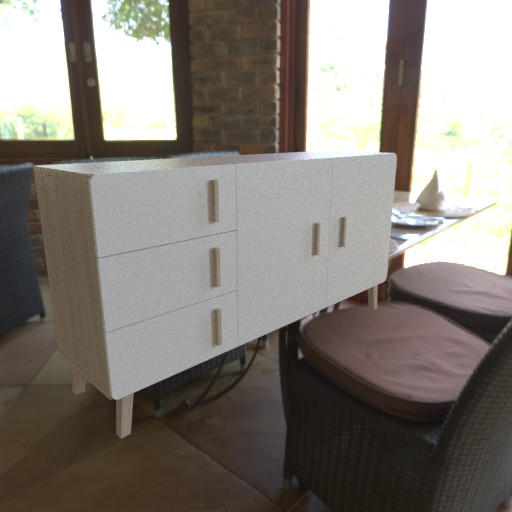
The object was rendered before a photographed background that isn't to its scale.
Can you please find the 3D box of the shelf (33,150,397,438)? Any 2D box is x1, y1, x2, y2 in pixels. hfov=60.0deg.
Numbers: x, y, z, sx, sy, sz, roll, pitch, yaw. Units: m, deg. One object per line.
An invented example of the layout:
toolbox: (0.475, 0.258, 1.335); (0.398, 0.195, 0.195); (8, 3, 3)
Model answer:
shelf: (0.000, 0.000, 1.805); (1.490, 0.780, 0.400); (-15, 22, -42)
